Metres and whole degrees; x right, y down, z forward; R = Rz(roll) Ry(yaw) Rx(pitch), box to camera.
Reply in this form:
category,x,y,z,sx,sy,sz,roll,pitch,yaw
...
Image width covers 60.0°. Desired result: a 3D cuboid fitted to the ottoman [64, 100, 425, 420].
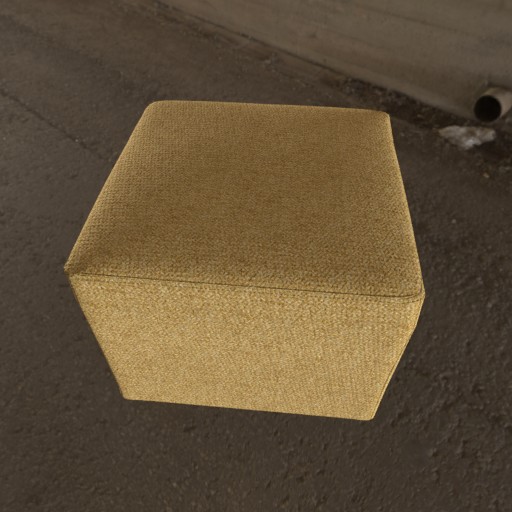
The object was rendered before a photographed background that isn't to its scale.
category,x,y,z,sx,sy,sz,roll,pitch,yaw
ottoman,0.000,0.000,0.901,0.512,0.441,0.505,4,47,4
